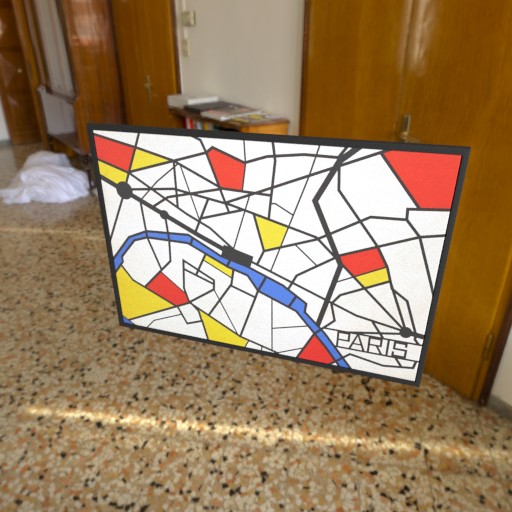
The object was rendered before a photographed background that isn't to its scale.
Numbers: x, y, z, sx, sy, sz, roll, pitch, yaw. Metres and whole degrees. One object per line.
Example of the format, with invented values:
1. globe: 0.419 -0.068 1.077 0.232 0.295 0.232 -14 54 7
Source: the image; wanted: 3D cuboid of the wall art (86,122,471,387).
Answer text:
1. wall art: 0.000 0.000 0.847 0.664 0.458 0.013 8 28 16
